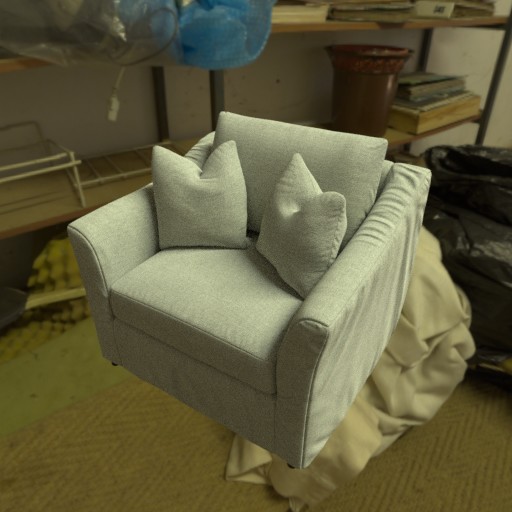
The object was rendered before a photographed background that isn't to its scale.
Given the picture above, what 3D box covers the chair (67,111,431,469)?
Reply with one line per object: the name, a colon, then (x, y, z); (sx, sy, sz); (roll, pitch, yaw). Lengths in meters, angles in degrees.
chair: (0.000, 0.000, 2.017); (1.194, 1.059, 1.071); (19, 36, 28)
